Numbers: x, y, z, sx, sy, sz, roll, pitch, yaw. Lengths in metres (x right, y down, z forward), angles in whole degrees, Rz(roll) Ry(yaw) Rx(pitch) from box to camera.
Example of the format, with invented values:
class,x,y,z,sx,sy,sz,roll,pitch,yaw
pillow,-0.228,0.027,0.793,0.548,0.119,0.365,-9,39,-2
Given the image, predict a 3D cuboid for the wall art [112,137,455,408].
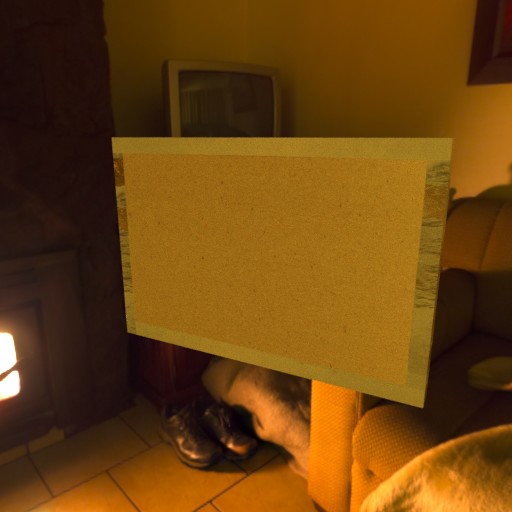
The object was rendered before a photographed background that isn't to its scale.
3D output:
class,x,y,z,sx,sy,sz,roll,pitch,yaw
wall art,0.000,0.000,0.788,0.606,0.407,0.041,8,17,26
